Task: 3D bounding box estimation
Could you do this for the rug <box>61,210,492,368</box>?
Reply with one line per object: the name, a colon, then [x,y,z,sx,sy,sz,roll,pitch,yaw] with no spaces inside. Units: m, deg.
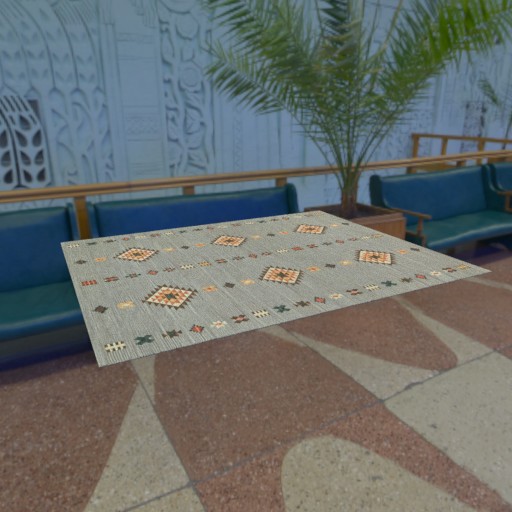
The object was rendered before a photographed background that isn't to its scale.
rug: [0.000,0.000,3.943,3.035,0.008,2.425,-9,21,-25]
